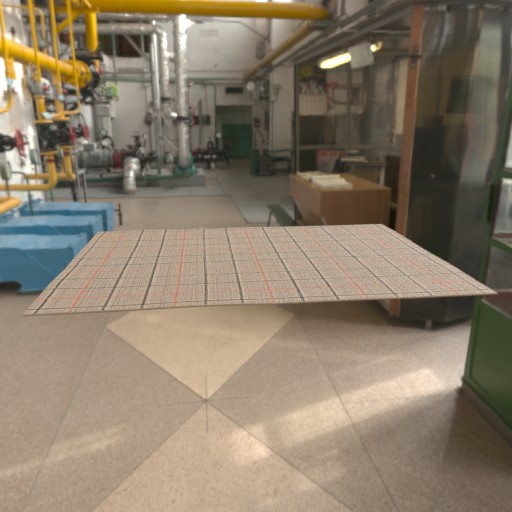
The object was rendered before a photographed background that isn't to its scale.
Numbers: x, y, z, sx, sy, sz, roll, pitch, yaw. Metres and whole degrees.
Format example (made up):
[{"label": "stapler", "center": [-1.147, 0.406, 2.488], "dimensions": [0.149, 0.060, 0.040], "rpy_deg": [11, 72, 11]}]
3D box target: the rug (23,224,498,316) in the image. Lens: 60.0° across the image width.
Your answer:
[{"label": "rug", "center": [0.000, 0.000, 2.269], "dimensions": [1.829, 0.013, 1.220], "rpy_deg": [-2, 17, -6]}]
